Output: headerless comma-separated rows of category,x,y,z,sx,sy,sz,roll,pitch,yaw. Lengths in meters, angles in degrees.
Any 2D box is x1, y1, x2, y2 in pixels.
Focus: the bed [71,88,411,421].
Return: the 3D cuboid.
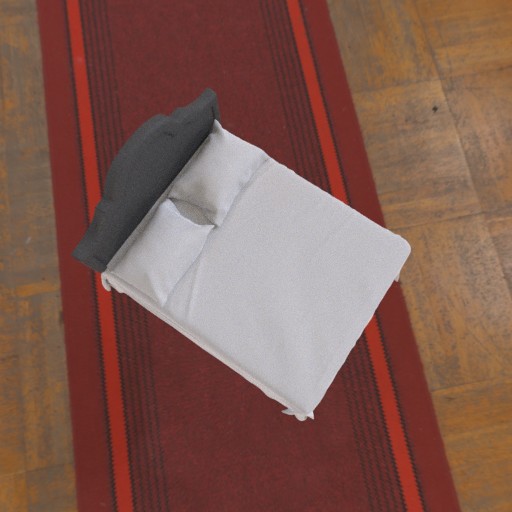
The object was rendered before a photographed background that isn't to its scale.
bed,0.000,0.000,3.435,2.222,1.634,1.780,33,78,8
